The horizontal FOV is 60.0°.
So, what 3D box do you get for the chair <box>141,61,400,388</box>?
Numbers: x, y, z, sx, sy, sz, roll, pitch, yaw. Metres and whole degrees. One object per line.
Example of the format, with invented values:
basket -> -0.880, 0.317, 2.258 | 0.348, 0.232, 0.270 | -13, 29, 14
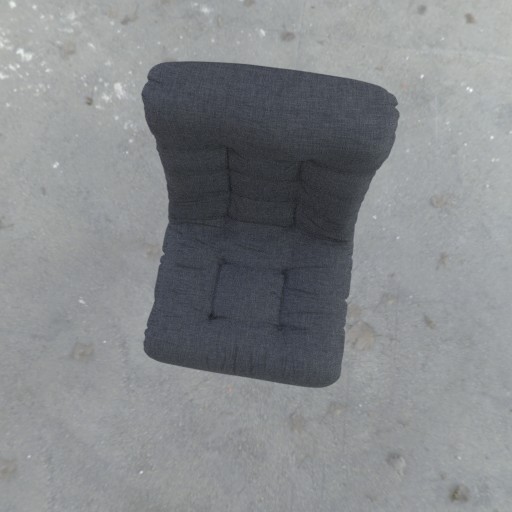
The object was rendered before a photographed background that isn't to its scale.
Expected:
chair -> 0.000, 0.000, 1.212 | 0.597, 0.749, 0.668 | 8, 78, 2
